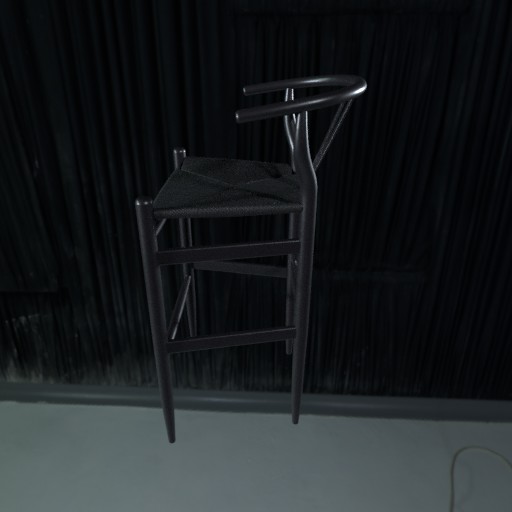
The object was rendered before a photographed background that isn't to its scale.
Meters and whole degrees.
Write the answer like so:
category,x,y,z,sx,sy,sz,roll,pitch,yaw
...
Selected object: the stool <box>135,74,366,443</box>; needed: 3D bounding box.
category,x,y,z,sx,sy,sz,roll,pitch,yaw
stool,0.000,0.000,1.425,0.579,1.072,0.569,0,26,0
